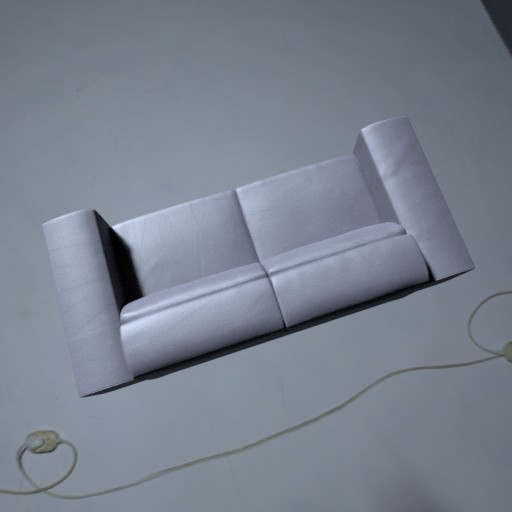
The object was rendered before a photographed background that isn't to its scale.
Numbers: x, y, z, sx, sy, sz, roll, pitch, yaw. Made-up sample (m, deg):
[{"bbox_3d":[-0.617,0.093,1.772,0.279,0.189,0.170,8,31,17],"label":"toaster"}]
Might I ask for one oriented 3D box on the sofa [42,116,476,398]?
[{"bbox_3d":[0.000,0.000,2.784,2.330,0.814,1.048,-17,77,-4],"label":"sofa"}]
